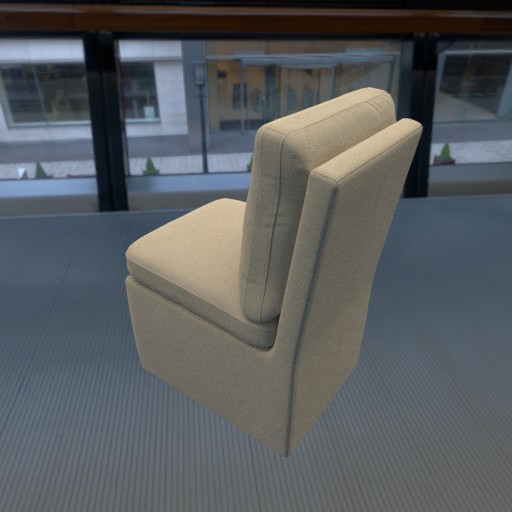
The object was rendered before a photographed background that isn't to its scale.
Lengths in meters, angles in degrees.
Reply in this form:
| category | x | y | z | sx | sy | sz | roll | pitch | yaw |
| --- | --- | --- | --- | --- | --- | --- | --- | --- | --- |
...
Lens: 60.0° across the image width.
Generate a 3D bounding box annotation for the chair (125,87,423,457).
| category | x | y | z | sx | sy | sz | roll | pitch | yaw |
| --- | --- | --- | --- | --- | --- | --- | --- | --- | --- |
| chair | 0.000 | 0.000 | 1.314 | 0.698 | 0.927 | 0.503 | 21 | 37 | 30 |
